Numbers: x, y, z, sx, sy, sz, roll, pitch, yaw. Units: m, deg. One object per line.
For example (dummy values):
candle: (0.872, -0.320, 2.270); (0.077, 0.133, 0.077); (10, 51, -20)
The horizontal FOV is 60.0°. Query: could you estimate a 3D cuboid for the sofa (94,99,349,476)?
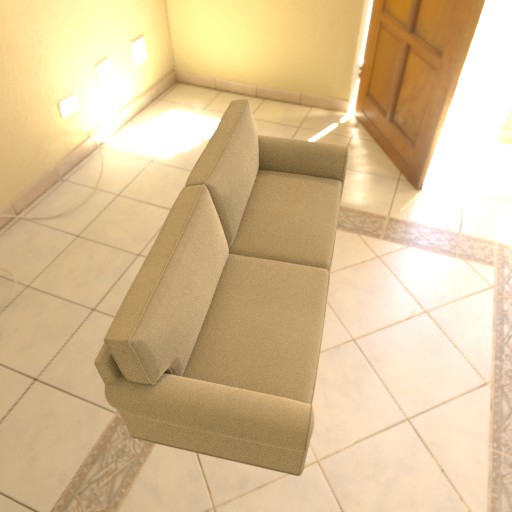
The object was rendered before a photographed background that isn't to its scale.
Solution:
sofa: (0.000, 0.000, 2.577); (0.901, 0.962, 2.146); (9, 47, 8)
